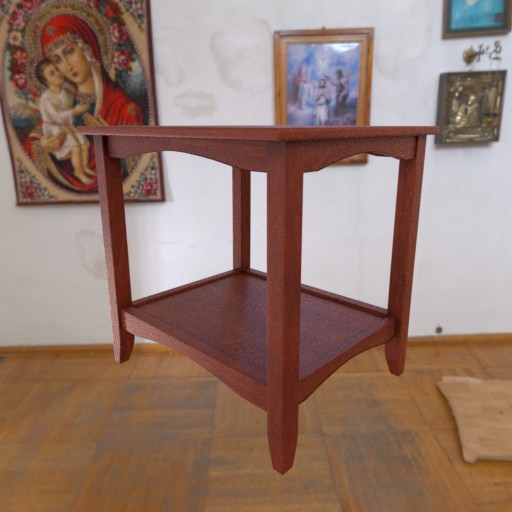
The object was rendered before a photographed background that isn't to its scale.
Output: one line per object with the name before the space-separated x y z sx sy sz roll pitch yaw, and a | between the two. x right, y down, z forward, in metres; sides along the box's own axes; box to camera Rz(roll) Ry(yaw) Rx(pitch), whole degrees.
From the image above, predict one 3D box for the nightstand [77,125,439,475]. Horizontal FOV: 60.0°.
nightstand | 0.000 0.000 0.993 0.558 0.558 0.501 15 22 41
